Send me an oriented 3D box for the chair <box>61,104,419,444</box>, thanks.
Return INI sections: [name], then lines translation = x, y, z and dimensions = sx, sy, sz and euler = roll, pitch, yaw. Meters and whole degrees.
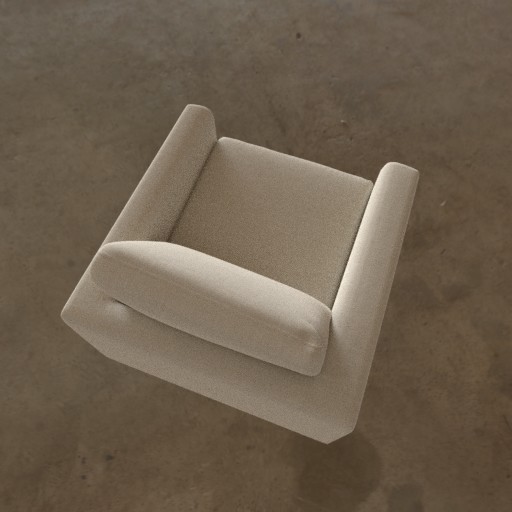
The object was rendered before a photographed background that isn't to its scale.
[chair]
translation = 0.000, 0.000, 1.842
dimensions = 1.070, 0.876, 1.100
euler = 19, 65, 9
